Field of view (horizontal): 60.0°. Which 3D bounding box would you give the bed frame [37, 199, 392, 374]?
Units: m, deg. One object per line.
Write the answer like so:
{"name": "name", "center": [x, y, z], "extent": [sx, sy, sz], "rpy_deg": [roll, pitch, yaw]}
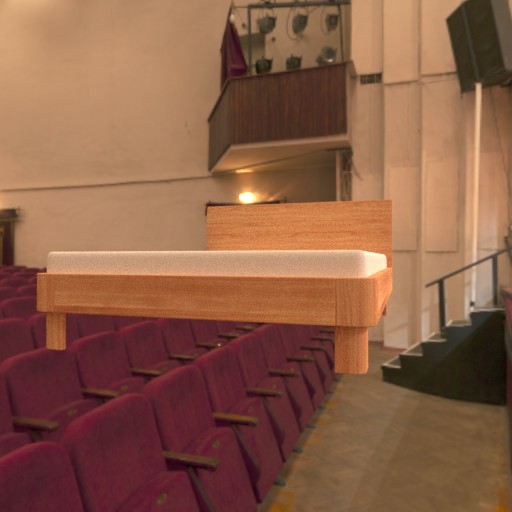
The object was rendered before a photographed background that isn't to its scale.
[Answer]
{"name": "bed frame", "center": [0.000, 0.000, 2.925], "extent": [1.660, 0.940, 2.092], "rpy_deg": [0, 0, 19]}
